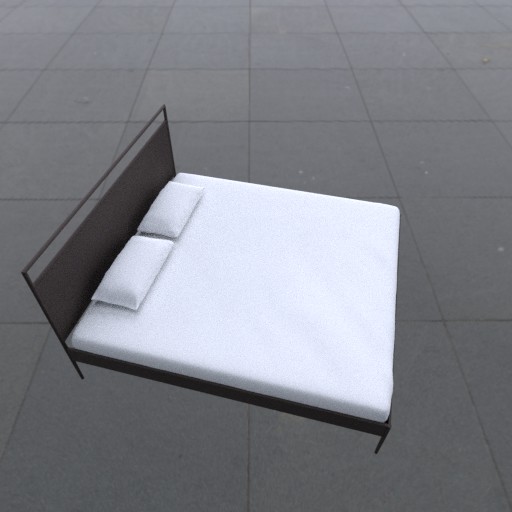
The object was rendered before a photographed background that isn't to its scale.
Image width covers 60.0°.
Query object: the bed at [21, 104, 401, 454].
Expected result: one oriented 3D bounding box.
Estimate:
[{"bbox_3d":[0.000,0.000,3.323,2.151,1.173,1.993,10,47,10],"label":"bed"}]
